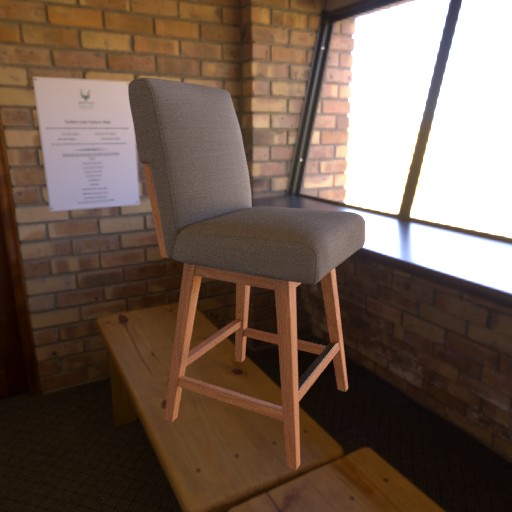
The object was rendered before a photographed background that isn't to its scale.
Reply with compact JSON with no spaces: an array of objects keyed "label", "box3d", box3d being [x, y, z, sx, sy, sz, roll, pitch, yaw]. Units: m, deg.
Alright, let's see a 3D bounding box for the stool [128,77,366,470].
[{"label":"stool","box3d":[0.000,0.000,1.358,0.570,1.019,0.459,8,18,28]}]
